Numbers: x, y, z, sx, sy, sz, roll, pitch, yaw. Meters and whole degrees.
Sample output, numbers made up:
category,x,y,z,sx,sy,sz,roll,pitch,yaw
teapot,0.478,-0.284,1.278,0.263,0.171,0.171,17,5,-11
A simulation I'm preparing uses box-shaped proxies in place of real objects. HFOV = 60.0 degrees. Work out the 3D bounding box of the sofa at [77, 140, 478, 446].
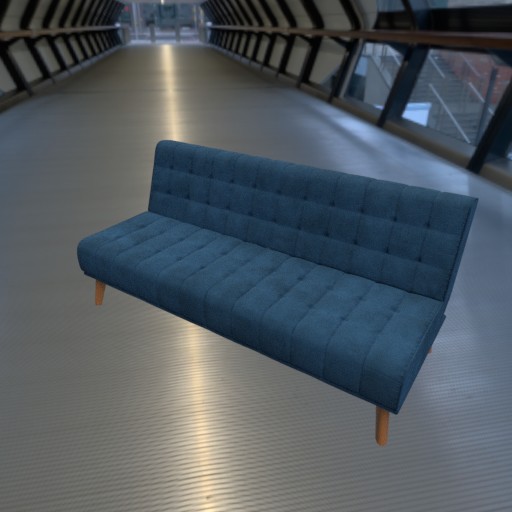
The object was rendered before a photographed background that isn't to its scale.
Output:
category,x,y,z,sx,sy,sz,roll,pitch,yaw
sofa,0.000,0.000,2.267,1.804,0.813,0.855,18,33,29
